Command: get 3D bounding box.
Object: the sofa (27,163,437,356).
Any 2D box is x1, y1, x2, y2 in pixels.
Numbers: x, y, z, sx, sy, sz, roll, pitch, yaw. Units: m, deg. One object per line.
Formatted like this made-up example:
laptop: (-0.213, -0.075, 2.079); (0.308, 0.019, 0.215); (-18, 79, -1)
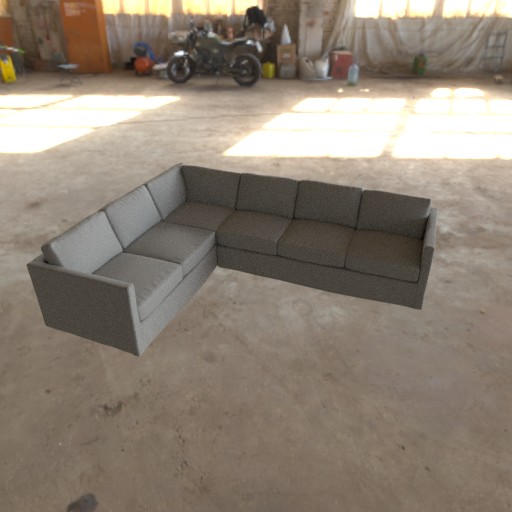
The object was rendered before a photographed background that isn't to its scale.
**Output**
sofa: (0.000, 0.000, 4.286); (3.182, 0.871, 2.432); (11, 32, 18)
